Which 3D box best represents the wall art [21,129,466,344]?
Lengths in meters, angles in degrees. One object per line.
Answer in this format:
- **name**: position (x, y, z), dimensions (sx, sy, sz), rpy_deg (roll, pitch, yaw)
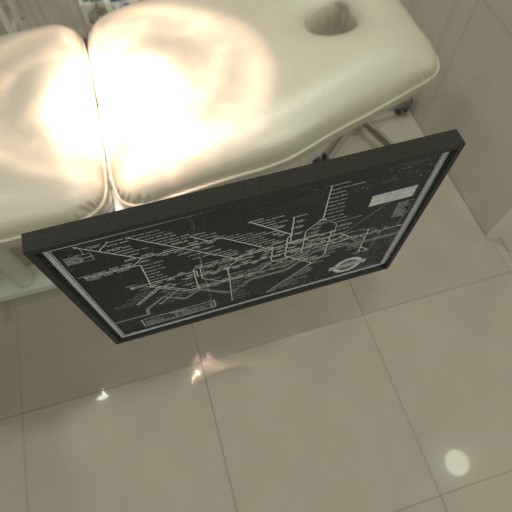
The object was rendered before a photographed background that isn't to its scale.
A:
- **wall art**: position (0.000, 0.000, 0.565), dimensions (0.443, 0.301, 0.021), rpy_deg (-15, 64, -7)
